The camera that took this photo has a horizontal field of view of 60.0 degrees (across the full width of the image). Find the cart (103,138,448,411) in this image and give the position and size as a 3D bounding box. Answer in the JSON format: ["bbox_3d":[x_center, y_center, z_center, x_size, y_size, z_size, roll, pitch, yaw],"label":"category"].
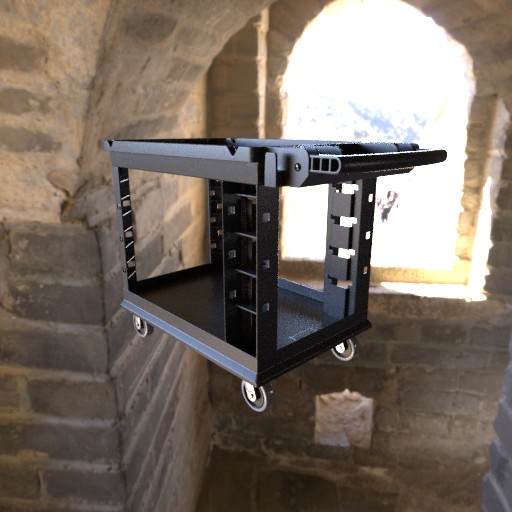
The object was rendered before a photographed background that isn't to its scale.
[{"bbox_3d":[0.000,0.000,1.769,0.674,0.884,1.239,-15,22,-41],"label":"cart"}]
